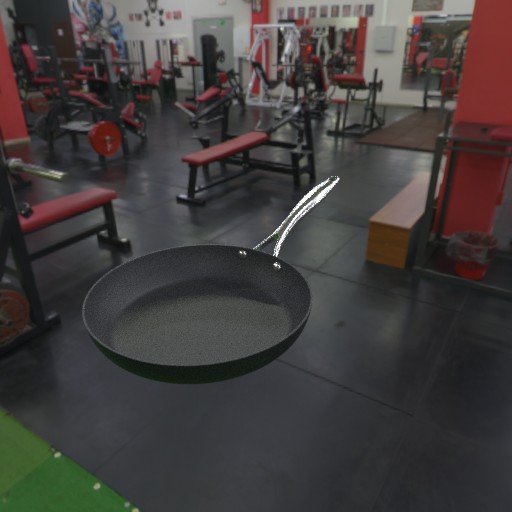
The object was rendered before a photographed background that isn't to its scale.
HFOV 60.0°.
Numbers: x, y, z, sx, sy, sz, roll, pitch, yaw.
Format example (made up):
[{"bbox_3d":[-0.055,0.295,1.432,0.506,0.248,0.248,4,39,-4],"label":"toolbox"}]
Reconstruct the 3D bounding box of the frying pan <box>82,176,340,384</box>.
[{"bbox_3d":[0.000,0.000,0.585,0.255,0.105,0.472,18,32,32],"label":"frying pan"}]
